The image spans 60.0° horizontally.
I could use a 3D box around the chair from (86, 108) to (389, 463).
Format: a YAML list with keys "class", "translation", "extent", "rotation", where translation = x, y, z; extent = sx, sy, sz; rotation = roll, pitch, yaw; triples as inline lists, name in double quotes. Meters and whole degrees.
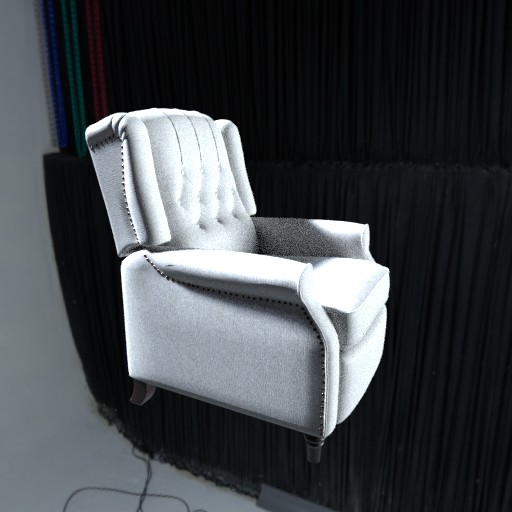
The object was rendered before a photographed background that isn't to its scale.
- class: "chair"
  translation: [0.000, 0.000, 1.610]
  extent: [0.902, 1.035, 0.742]
  rotation: [8, 17, 26]
